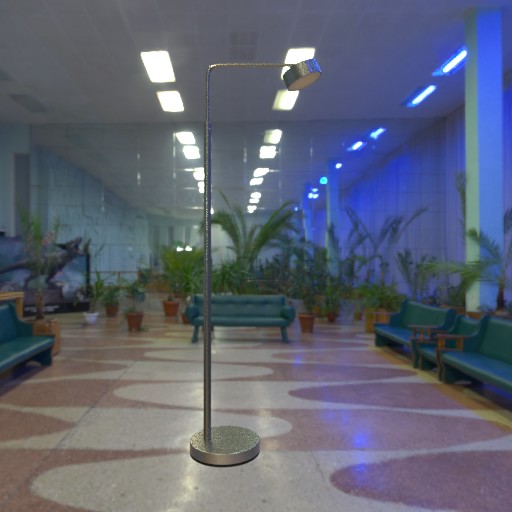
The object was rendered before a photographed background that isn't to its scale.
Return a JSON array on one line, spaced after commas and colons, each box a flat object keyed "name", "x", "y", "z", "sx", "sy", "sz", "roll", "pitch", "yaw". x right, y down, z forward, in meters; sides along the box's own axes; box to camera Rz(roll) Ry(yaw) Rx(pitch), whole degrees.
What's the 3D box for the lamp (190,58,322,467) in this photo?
[{"name": "lamp", "x": 0.000, "y": 0.000, "z": 1.423, "sx": 0.421, "sy": 1.250, "sz": 0.222, "roll": 0, "pitch": 0, "yaw": -1}]
